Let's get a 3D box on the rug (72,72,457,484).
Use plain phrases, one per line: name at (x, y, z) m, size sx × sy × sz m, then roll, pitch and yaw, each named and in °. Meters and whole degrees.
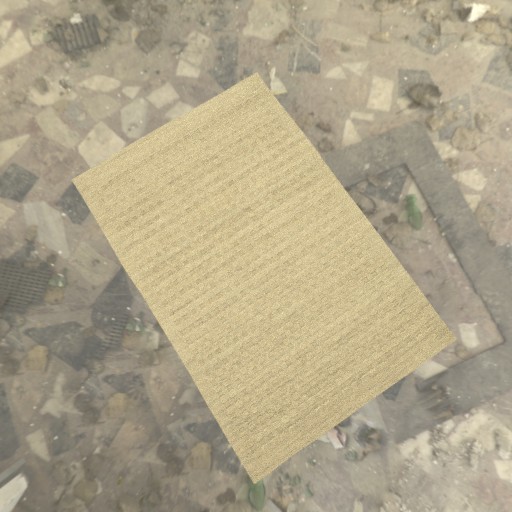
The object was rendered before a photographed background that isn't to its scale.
rug at (0.000, 0.000, 2.920) m, size 1.532 × 0.018 × 2.297 m, roll -33°, pitch 79°, yaw -7°
